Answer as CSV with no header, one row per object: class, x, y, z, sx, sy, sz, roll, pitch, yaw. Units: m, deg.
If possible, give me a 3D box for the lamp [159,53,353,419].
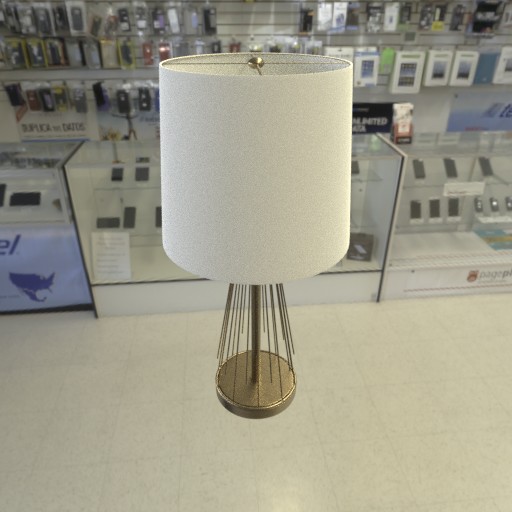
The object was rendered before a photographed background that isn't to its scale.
lamp,0.000,0.000,0.752,0.303,0.618,0.303,0,30,0
